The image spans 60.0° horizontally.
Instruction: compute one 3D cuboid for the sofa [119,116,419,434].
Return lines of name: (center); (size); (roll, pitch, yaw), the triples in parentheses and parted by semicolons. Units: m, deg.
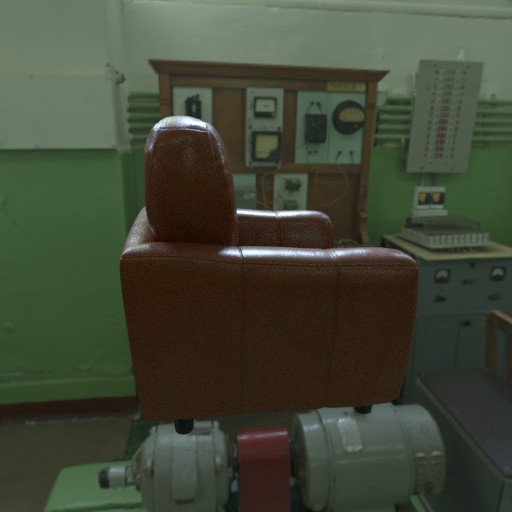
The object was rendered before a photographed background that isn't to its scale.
sofa: (0.000, 0.000, 1.488); (0.789, 0.876, 0.836); (-3, 15, -10)
